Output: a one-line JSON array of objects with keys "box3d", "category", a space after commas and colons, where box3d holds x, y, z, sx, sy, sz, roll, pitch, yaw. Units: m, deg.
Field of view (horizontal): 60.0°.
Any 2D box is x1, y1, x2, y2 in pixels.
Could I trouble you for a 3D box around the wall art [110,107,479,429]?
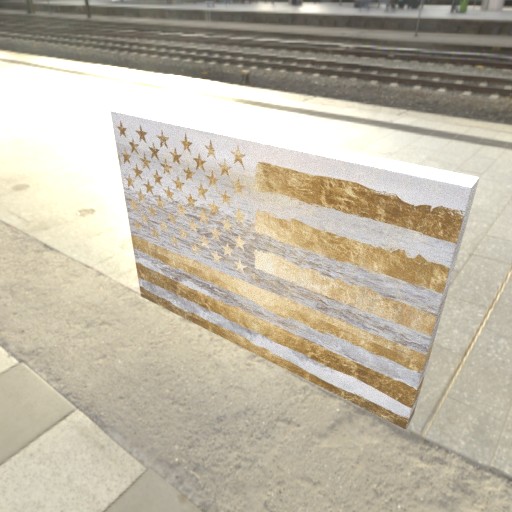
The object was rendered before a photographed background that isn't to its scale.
[{"box3d": [0.000, 0.000, 0.754, 0.606, 0.407, 0.041, 20, 37, 30], "category": "wall art"}]
